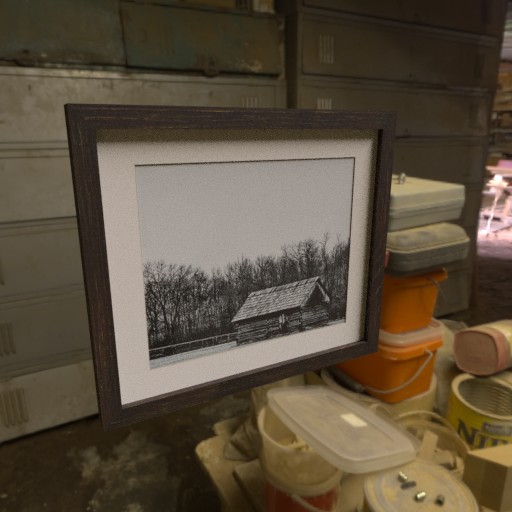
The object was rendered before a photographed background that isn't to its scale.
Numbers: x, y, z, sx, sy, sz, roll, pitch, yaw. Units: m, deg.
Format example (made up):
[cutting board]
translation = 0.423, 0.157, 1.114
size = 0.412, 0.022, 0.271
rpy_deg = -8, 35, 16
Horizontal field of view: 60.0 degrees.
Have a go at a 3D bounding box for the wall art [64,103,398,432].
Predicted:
[wall art]
translation = 0.000, 0.000, 0.523
size = 0.381, 0.330, 0.031
rpy_deg = -8, 18, -26
